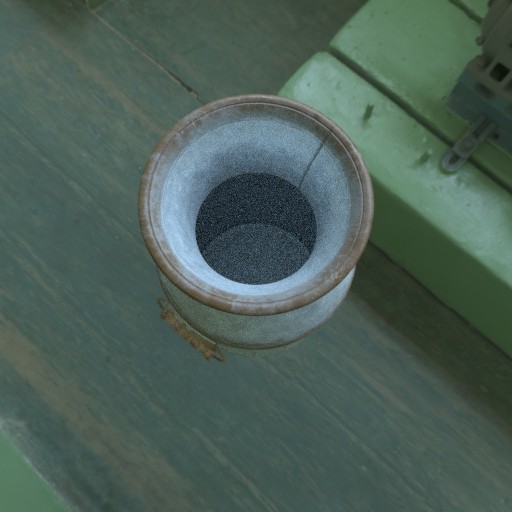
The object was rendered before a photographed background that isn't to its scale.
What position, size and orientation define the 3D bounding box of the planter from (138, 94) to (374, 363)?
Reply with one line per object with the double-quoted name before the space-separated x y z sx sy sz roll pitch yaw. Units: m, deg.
"planter" 0.000 0.000 0.503 0.215 0.358 0.248 40 79 9
